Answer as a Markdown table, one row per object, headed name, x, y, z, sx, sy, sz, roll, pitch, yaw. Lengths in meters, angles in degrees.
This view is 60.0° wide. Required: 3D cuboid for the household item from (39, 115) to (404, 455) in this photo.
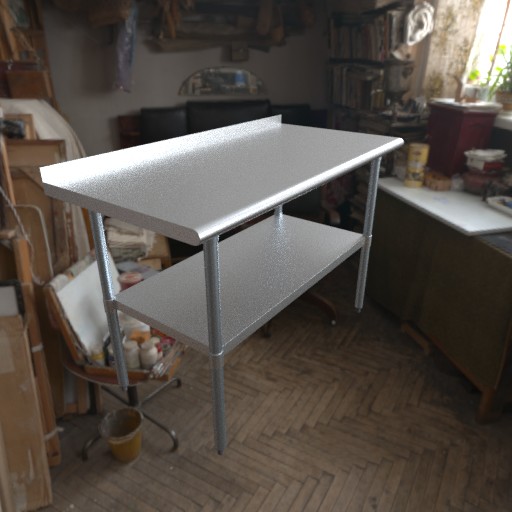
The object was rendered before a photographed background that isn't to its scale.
| name | x | y | z | sx | sy | sz | roll | pitch | yaw |
| --- | --- | --- | --- | --- | --- | --- | --- | --- | --- |
| household item | 0.000 | 0.000 | 1.705 | 0.610 | 0.851 | 1.219 | 18 | 31 | 32 |
